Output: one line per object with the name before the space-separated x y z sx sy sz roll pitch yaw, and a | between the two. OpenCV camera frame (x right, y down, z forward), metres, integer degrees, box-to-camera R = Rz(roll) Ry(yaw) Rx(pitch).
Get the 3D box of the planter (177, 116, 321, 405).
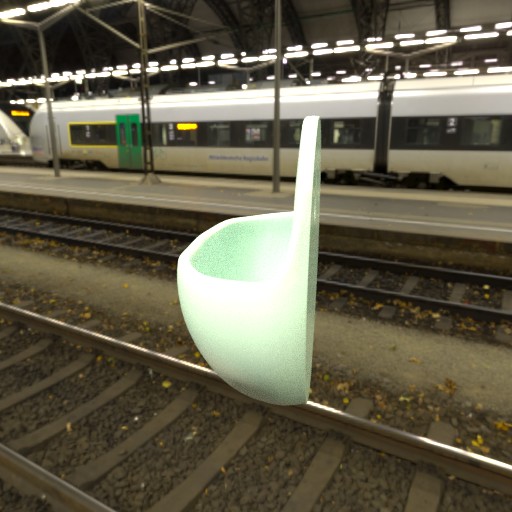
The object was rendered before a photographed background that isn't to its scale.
planter | 0.000 0.000 0.272 0.073 0.164 0.189 2 15 9
